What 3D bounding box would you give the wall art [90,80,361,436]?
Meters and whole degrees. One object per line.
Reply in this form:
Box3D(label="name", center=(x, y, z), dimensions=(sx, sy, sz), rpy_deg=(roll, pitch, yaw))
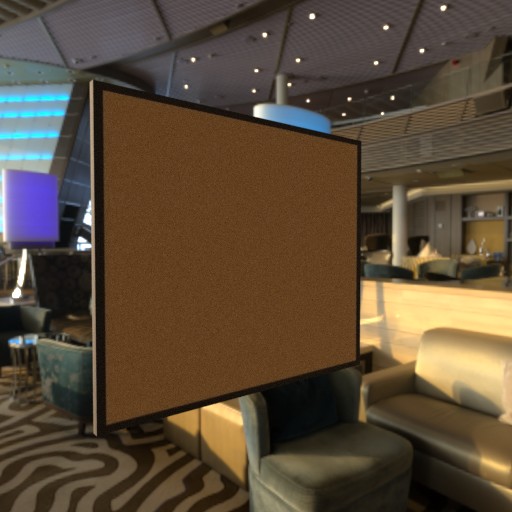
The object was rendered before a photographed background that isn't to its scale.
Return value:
Box3D(label="wall art", center=(0.000, 0.000, 1.420), dimensions=(1.033, 0.875, 0.023), rpy_deg=(-1, 2, -39))
